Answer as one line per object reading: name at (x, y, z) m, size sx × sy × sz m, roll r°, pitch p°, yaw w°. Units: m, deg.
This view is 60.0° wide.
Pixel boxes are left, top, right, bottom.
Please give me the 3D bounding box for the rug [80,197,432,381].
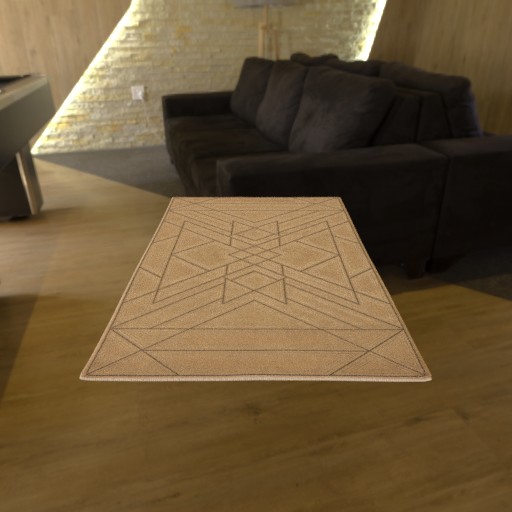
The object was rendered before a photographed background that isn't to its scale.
rug at (0.000, 0.000, 3.056) m, size 1.575 × 0.023 × 2.459 m, roll 0°, pitch 27°, yaw 0°
